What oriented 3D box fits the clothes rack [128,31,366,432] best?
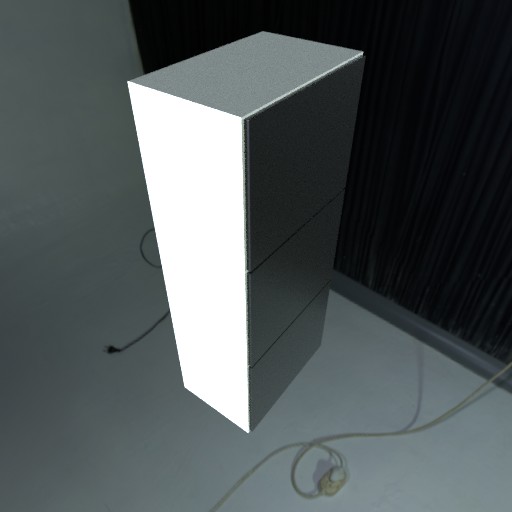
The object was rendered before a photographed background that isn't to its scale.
[{"bbox_3d":[0.000,0.000,1.434,0.330,1.187,0.500,26,47,27],"label":"clothes rack"}]
